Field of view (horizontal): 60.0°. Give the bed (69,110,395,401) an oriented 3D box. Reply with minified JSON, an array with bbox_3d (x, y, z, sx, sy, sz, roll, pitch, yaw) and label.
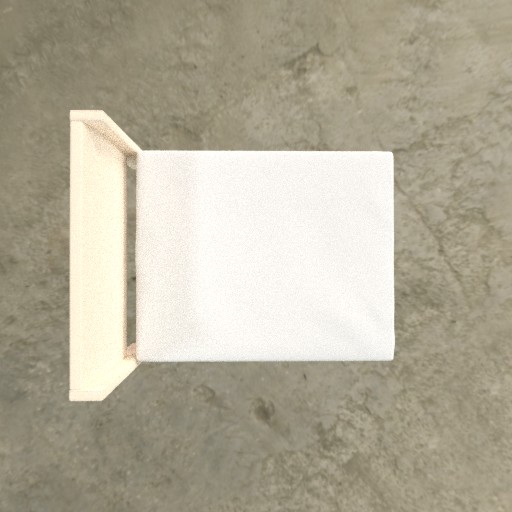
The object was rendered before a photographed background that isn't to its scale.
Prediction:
[{"bbox_3d":[0.000,0.000,3.419,2.280,1.471,1.765,0,90,-1],"label":"bed"}]
